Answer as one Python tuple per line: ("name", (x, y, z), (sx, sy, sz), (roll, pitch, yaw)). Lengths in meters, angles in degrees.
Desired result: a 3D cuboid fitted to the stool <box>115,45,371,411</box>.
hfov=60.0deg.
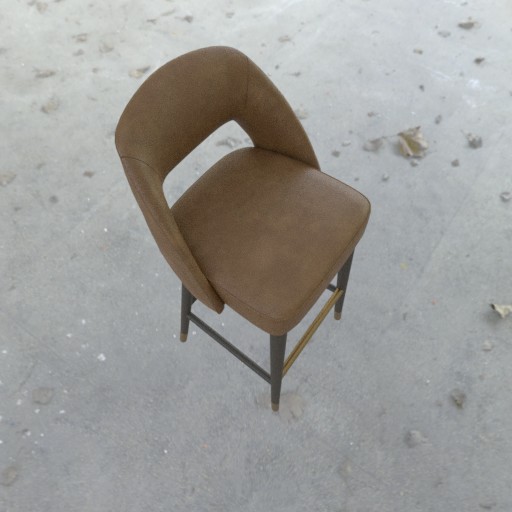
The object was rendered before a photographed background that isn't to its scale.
("stool", (0.000, 0.000, 1.292), (0.509, 1.037, 0.494), (32, 64, 18))
